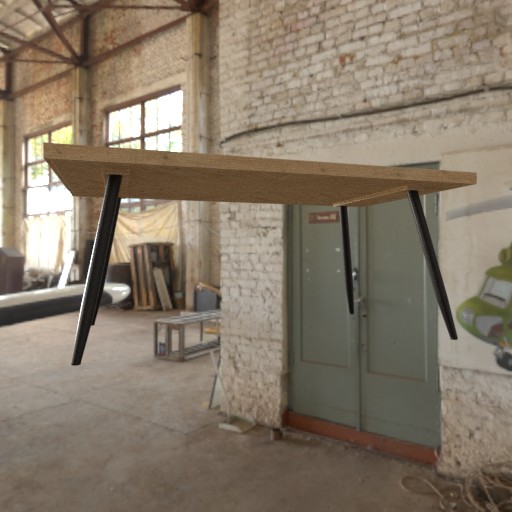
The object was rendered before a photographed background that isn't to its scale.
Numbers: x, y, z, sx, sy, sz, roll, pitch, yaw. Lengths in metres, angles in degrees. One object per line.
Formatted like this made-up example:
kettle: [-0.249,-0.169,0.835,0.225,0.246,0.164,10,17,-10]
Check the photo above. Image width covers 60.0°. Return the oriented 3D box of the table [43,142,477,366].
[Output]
table: [0.000,0.000,2.229,1.803,0.762,0.991,0,0,-17]
